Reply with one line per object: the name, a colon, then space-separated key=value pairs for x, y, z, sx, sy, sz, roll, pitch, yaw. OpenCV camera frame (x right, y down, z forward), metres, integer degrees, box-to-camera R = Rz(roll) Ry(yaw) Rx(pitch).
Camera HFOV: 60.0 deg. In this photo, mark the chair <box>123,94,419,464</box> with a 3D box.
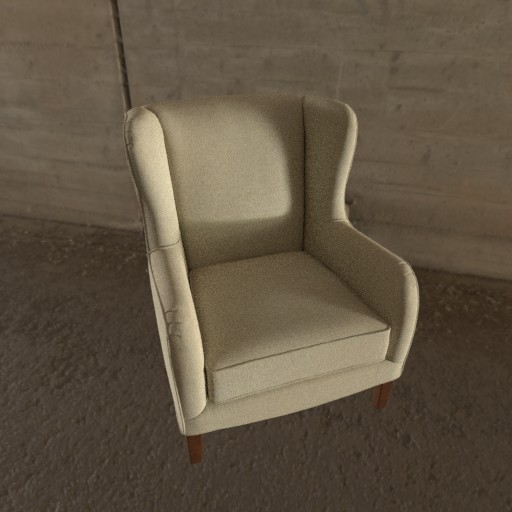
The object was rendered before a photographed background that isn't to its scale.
chair: x=0.000 y=0.000 z=1.699 sx=0.838 sy=1.040 sz=0.966 roll=-10 pitch=32 yaw=-16
